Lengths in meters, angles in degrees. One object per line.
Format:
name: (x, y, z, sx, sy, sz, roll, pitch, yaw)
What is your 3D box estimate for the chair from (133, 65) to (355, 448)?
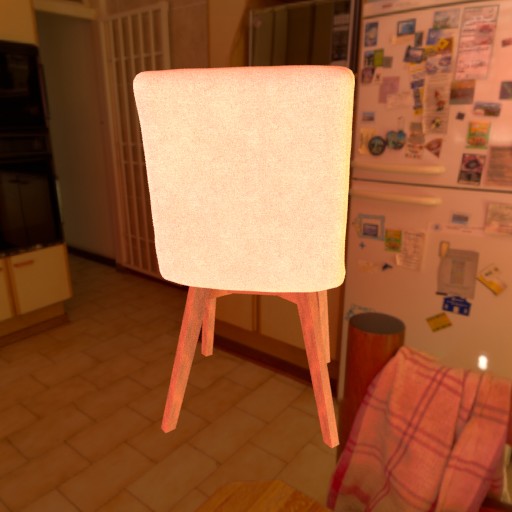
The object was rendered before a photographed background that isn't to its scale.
chair: (0.000, 0.000, 1.291, 0.522, 0.974, 0.563, 2, 18, 7)
